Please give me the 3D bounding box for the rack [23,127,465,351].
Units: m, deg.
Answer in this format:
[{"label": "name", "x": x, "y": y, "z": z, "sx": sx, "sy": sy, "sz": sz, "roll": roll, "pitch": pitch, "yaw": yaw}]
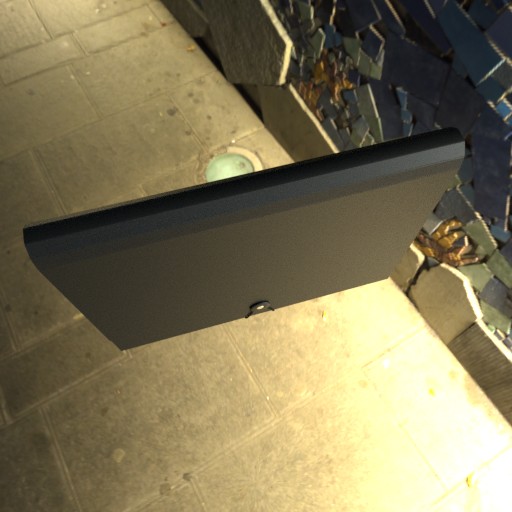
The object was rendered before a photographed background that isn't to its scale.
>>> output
[{"label": "rack", "x": 0.000, "y": 0.000, "z": 0.430, "sx": 0.330, "sy": 0.241, "sz": 0.041, "roll": -14, "pitch": 64, "yaw": -7}]
